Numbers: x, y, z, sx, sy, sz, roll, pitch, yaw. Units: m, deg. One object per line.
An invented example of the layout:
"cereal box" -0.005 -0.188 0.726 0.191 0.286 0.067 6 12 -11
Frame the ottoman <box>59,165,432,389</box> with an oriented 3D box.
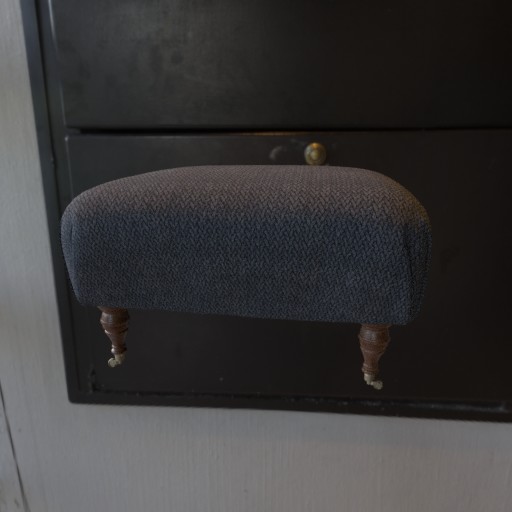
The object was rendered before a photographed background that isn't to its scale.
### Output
"ottoman" 0.000 0.000 1.132 0.747 0.450 0.622 2 15 9
